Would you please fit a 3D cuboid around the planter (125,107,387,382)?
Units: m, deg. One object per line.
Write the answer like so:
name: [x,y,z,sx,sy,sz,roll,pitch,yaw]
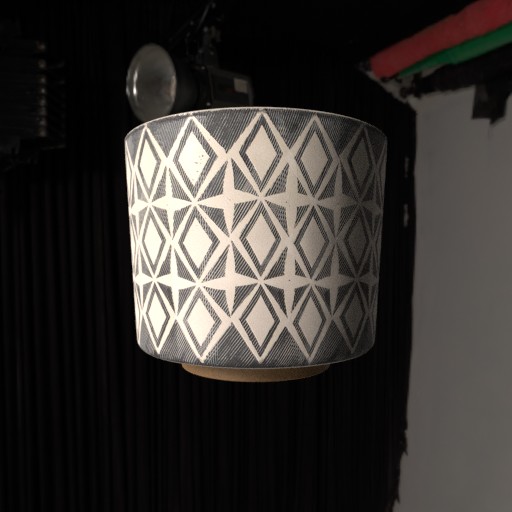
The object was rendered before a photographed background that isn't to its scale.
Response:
planter: [0.000,0.000,0.457,0.260,0.220,0.260,0,0,0]
